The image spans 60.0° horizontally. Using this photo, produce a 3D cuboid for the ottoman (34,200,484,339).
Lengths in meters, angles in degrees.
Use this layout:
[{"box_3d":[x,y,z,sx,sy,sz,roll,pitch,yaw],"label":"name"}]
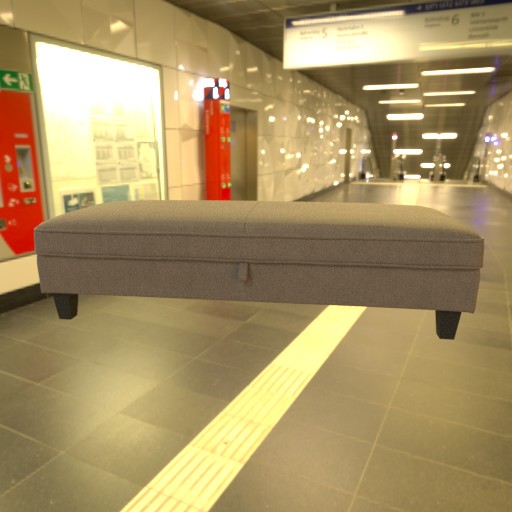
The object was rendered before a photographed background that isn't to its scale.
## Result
[{"box_3d":[0.000,0.000,2.038,1.764,0.470,0.751,2,14,7],"label":"ottoman"}]
